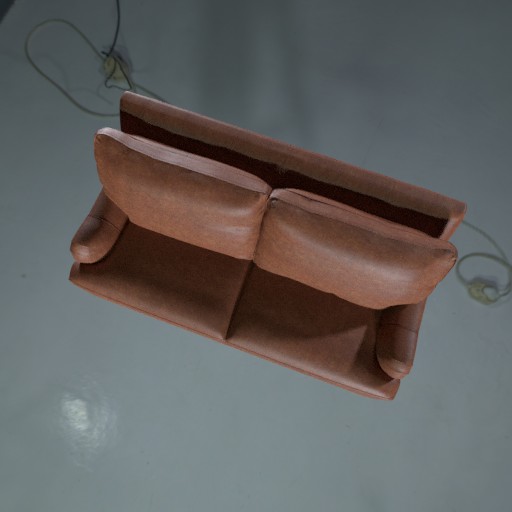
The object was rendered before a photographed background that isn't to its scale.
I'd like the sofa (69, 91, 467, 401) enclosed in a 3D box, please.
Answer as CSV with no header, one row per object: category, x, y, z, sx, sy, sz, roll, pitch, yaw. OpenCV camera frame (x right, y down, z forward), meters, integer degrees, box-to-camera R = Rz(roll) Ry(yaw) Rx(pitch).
sofa,0.000,0.000,2.782,2.144,1.071,1.147,20,77,5
